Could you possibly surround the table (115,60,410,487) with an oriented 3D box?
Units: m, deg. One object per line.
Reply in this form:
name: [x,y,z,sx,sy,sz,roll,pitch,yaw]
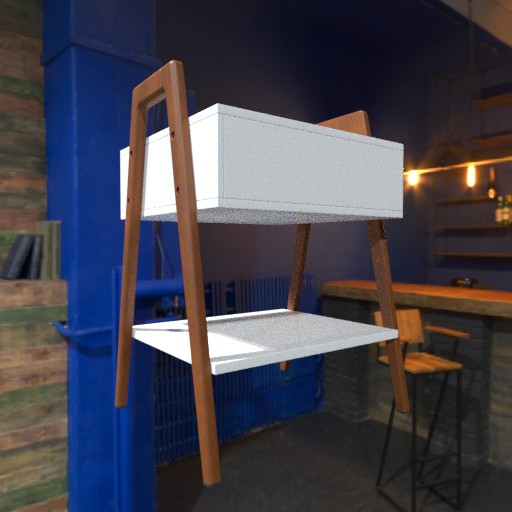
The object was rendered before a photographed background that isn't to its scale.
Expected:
table: [0.000,0.000,0.886,0.457,0.610,0.405,-1,2,-36]
